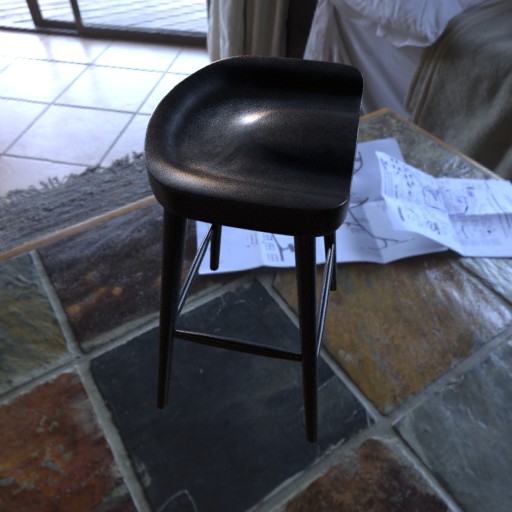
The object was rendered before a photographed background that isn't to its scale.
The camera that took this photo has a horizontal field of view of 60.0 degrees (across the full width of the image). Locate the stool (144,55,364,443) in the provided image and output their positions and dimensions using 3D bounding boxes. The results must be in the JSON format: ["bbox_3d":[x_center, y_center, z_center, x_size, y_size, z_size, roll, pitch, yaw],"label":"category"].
[{"bbox_3d":[0.000,0.000,0.875,0.361,0.615,0.440,9,48,9],"label":"stool"}]
